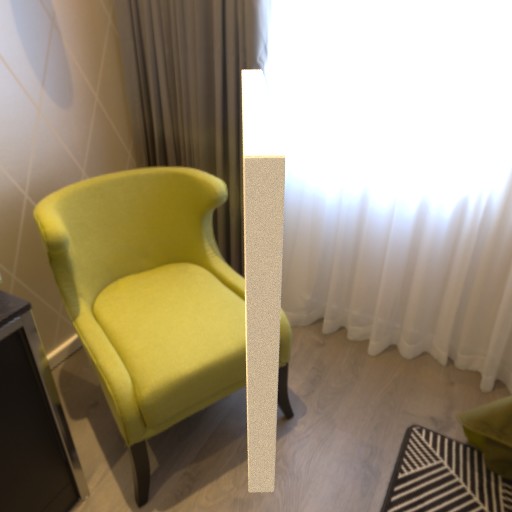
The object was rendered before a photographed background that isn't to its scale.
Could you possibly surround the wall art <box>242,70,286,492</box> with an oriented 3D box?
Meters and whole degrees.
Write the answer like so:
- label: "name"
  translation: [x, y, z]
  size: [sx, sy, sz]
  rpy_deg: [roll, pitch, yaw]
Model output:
- label: "wall art"
  translation: [0.000, 0.000, 0.739]
  size: [0.038, 0.508, 0.508]
  rpy_deg: [-1, 31, -2]
